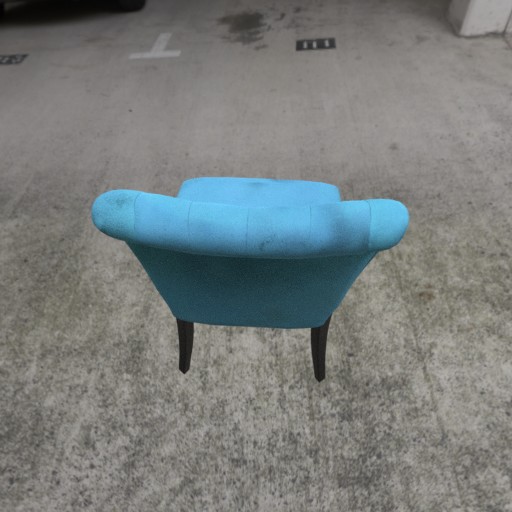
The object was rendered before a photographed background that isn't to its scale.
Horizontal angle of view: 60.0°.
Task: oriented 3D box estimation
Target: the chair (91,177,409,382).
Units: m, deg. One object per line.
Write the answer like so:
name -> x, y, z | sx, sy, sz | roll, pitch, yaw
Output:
chair -> 0.000, 0.000, 1.226 | 0.582, 0.750, 0.605 | 2, 46, 2
